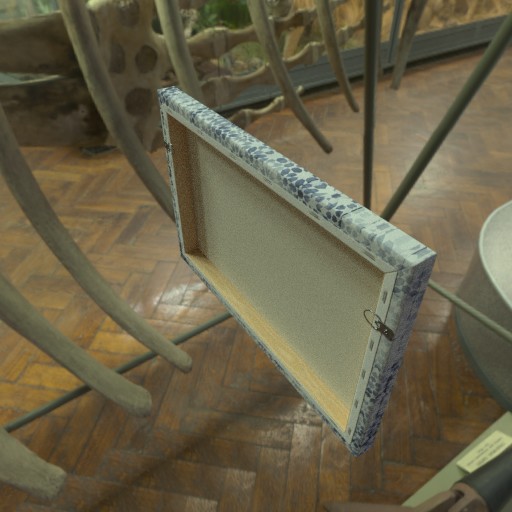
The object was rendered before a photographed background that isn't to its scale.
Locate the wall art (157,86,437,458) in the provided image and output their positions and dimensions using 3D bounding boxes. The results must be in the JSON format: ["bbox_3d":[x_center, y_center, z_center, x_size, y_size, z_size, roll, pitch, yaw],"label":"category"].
[{"bbox_3d":[0.000,0.000,1.154,0.057,0.608,0.911,-24,45,-26],"label":"wall art"}]
